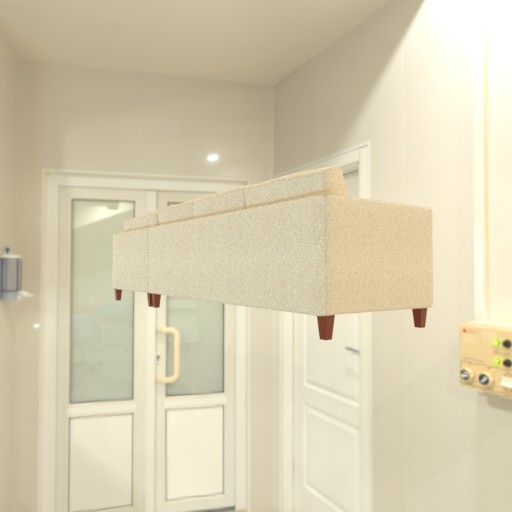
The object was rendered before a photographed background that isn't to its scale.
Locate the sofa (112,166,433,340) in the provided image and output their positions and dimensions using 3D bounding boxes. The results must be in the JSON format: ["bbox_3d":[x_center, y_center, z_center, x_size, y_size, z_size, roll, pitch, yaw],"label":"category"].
[{"bbox_3d":[0.000,0.000,4.085,1.603,0.954,3.471,1,-2,-35],"label":"sofa"}]
